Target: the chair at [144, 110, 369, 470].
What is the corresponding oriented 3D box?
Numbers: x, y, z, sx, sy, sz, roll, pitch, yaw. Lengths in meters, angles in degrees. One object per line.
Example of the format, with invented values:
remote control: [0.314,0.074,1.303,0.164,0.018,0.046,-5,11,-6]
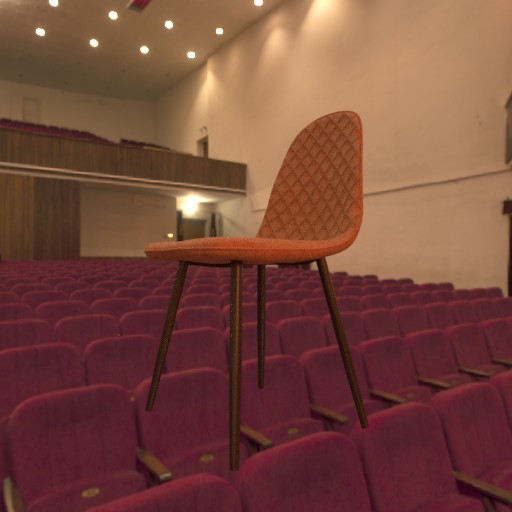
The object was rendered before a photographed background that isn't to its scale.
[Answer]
chair: [0.000,0.000,1.225,0.561,0.889,0.472,1,-1,-36]
